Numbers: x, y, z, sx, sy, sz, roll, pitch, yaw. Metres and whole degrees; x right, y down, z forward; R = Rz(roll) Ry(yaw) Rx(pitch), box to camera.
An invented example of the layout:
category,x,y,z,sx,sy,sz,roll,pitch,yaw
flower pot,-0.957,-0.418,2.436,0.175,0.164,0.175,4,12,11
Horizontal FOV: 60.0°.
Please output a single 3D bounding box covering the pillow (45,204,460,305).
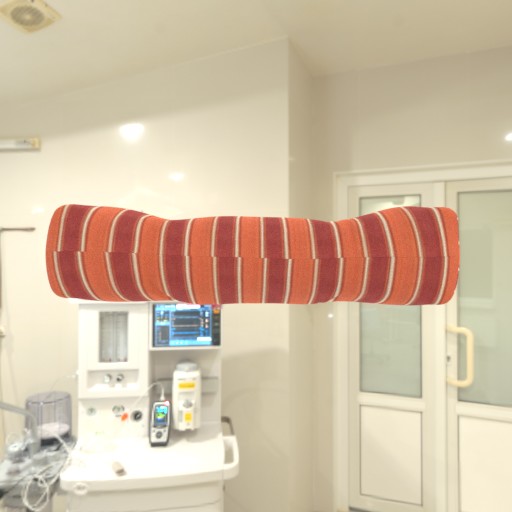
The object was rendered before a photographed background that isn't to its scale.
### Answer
category,x,y,z,sx,sy,sz,roll,pitch,yaw
pillow,0.000,0.000,0.724,0.490,0.133,0.468,0,-1,1
